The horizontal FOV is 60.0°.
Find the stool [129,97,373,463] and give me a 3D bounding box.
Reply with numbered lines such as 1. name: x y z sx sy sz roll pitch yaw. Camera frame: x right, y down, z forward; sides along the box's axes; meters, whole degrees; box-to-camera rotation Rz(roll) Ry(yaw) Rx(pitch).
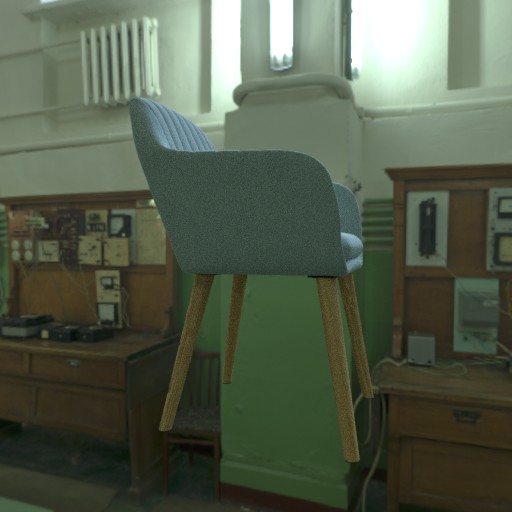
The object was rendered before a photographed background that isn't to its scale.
1. stool: 0.000 0.000 1.189 0.590 0.830 0.503 1 2 19
